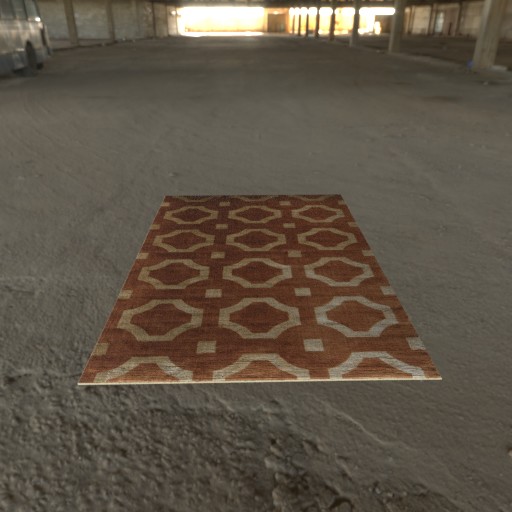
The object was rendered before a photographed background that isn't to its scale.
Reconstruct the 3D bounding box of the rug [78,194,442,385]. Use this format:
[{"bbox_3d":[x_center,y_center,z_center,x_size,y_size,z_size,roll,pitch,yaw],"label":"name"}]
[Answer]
[{"bbox_3d":[0.000,0.000,2.895,1.555,0.016,2.286,-1,28,-1],"label":"rug"}]
